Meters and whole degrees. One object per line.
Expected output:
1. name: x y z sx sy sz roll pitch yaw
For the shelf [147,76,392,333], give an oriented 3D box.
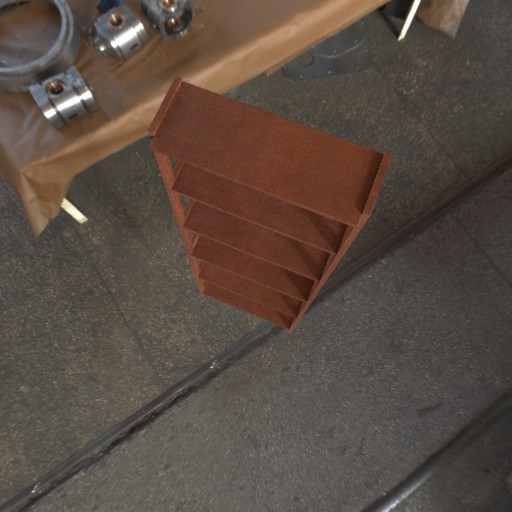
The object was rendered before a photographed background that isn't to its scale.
1. shelf: 0.000 0.000 2.123 0.660 1.892 0.382 22 77 5
